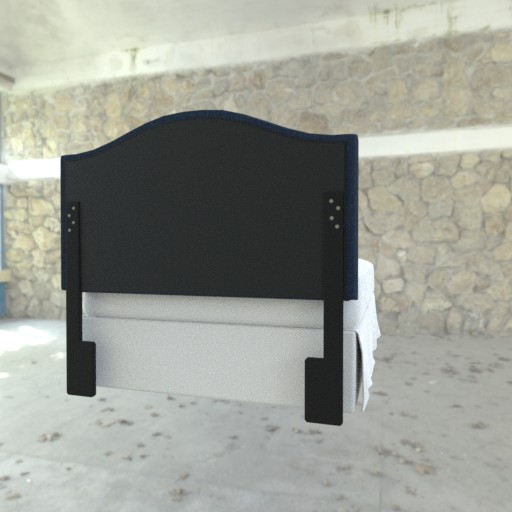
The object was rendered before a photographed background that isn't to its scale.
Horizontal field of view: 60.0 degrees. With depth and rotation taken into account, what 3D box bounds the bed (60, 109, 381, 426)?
[{"bbox_3d":[0.000,0.000,3.258,1.725,1.518,2.153,0,1,17],"label":"bed"}]
